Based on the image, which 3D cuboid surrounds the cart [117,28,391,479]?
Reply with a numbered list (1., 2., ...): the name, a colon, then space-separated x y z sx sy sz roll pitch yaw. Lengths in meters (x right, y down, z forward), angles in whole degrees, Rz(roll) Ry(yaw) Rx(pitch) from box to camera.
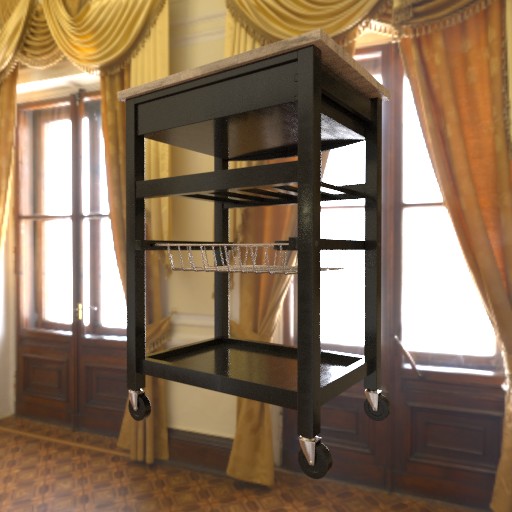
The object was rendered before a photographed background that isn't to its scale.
1. cart: 0.000 0.000 1.138 0.584 0.839 0.403 1 1 35
